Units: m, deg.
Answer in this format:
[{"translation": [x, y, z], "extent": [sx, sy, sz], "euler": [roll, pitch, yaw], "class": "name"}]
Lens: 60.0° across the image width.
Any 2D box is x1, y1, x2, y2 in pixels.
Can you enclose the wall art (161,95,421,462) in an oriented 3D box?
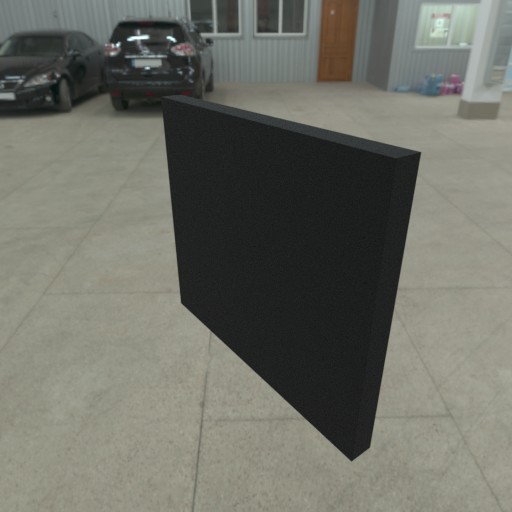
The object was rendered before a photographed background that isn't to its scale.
[{"translation": [0.000, 0.000, 0.542], "extent": [0.031, 0.330, 0.381], "euler": [-19, 33, -32], "class": "wall art"}]
